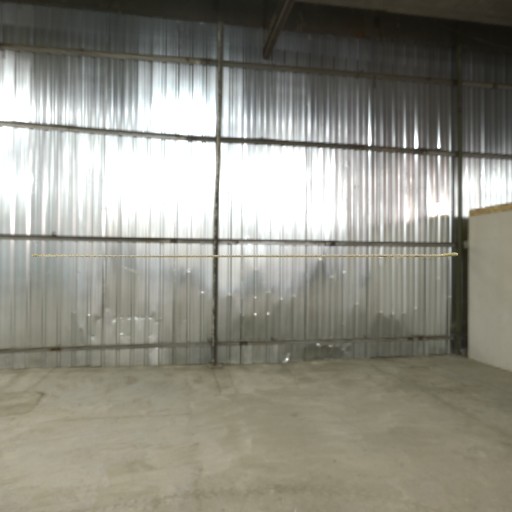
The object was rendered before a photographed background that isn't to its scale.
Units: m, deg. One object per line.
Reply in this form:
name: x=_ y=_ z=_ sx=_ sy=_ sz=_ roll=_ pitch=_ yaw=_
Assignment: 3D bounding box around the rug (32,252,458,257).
rug: x=0.000 y=0.000 z=3.081 sx=2.435 sy=0.018 sz=1.540 roll=0 pitch=0 yaw=18
